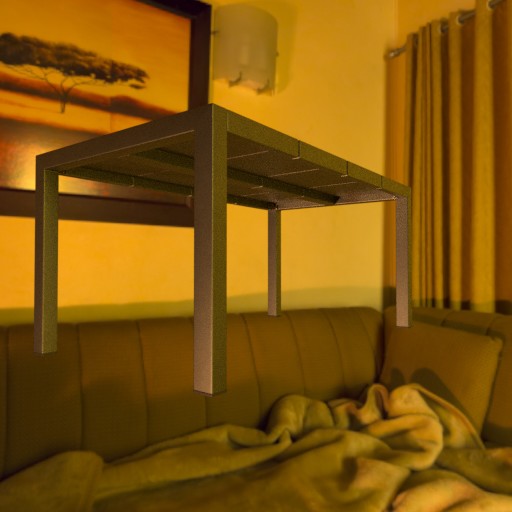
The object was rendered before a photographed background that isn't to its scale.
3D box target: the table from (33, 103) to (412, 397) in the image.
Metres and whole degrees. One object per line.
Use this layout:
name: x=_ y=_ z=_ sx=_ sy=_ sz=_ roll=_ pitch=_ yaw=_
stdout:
table: x=0.000 y=0.000 z=1.241 sx=0.559 sy=0.460 sz=0.965 roll=-1 pitch=-1 yaw=37
